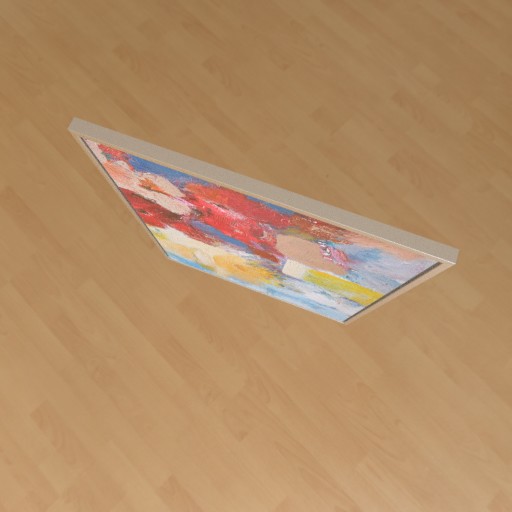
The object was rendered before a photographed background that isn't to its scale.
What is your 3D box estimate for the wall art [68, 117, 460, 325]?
[{"bbox_3d":[0.000,0.000,1.382,0.816,1.046,0.030,20,76,5],"label":"wall art"}]
